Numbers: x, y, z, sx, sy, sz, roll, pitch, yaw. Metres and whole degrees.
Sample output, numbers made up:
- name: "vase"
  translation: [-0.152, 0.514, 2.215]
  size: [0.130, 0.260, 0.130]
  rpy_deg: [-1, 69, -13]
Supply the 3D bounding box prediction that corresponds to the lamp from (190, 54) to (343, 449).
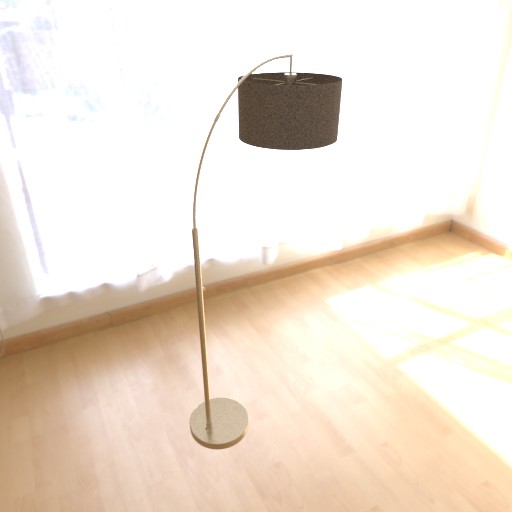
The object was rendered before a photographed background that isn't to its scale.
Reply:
- name: "lamp"
  translation: [0.000, 0.000, 2.120]
  size: [0.452, 1.735, 0.934]
  rpy_deg: [20, 34, 32]
